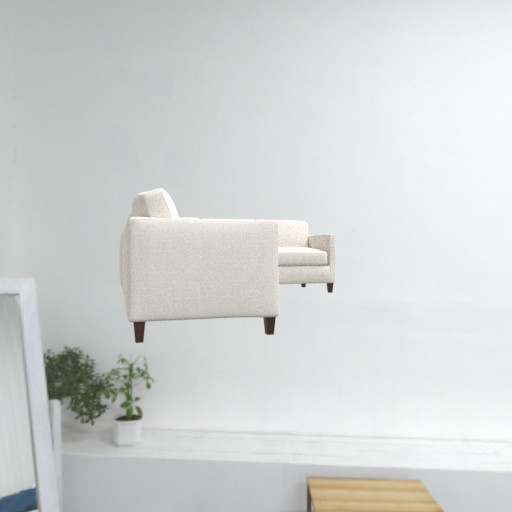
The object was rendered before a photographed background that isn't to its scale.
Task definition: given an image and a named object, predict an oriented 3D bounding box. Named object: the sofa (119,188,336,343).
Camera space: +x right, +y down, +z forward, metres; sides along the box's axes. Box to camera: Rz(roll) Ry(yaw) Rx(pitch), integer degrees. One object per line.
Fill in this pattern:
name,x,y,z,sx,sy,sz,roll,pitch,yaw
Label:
sofa,0.000,0.000,4.433,2.593,0.947,3.302,0,1,-17
